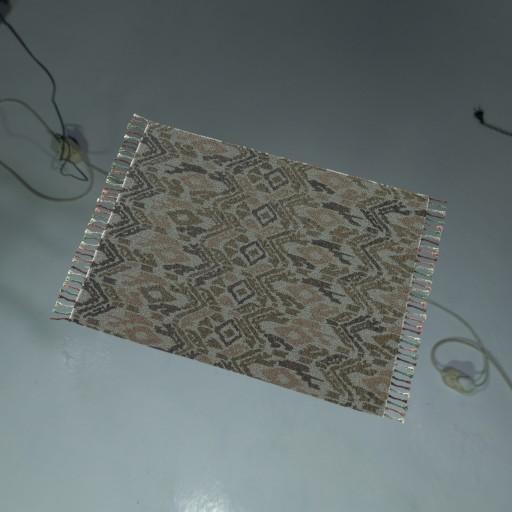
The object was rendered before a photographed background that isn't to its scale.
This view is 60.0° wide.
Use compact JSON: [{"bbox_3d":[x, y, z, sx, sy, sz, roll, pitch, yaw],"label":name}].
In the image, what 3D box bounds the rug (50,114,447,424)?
[{"bbox_3d":[0.000,0.000,2.319,1.829,0.008,1.219,16,76,4],"label":"rug"}]
